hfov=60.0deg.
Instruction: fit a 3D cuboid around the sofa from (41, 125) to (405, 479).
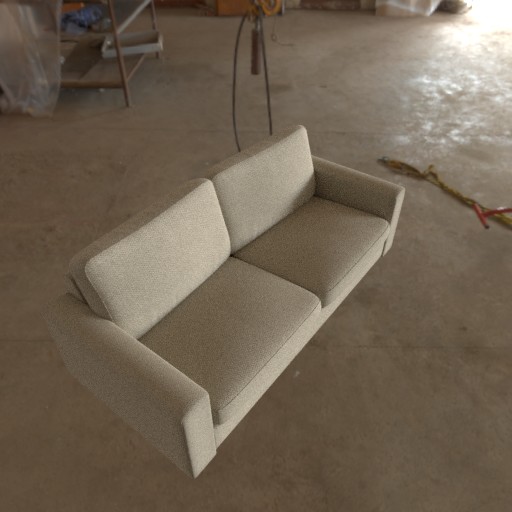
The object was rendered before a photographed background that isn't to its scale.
[{"bbox_3d":[0.000,0.000,2.676,1.016,0.873,2.179,26,47,28],"label":"sofa"}]
